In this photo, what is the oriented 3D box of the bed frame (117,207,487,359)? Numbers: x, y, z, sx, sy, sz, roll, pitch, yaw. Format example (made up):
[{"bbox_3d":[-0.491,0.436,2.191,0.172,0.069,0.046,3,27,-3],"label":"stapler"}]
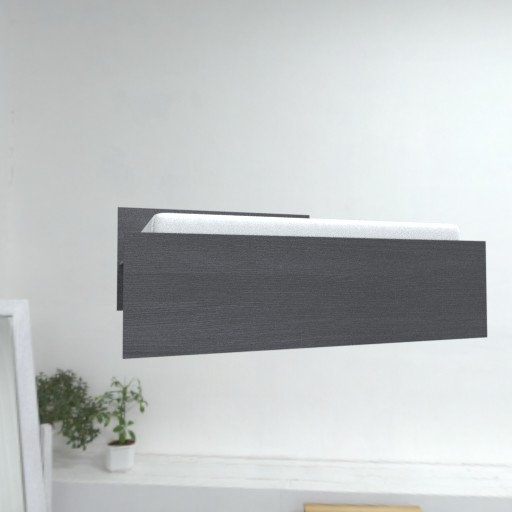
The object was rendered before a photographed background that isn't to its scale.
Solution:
[{"bbox_3d":[0.000,0.000,2.751,1.622,0.800,1.960,1,-2,-18],"label":"bed frame"}]
